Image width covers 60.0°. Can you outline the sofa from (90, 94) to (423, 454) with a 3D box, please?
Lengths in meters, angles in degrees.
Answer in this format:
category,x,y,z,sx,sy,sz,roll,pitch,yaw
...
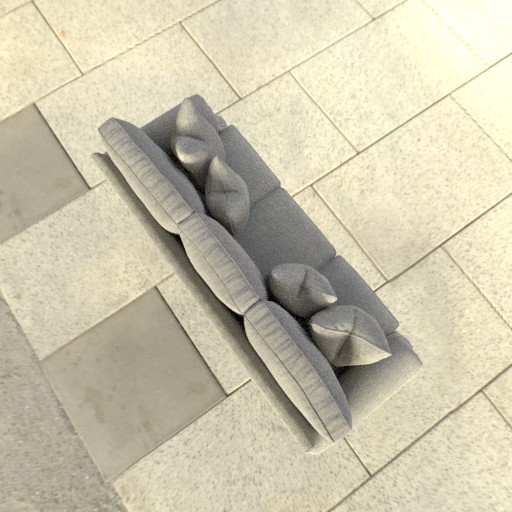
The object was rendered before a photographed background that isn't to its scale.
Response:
category,x,y,z,sx,sy,sz,roll,pitch,yaw
sofa,0.000,0.000,2.853,0.965,0.975,2.312,-36,78,-9
